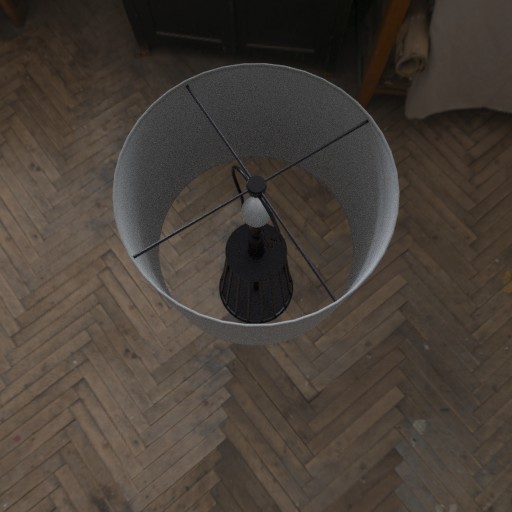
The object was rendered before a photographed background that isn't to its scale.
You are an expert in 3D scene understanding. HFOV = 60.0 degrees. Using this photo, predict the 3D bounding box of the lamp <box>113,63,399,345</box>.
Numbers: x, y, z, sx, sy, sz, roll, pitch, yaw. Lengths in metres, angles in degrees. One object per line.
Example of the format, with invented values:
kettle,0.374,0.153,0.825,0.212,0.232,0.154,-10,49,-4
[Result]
lamp,0.000,0.000,0.783,0.322,0.593,0.322,-31,76,-8
